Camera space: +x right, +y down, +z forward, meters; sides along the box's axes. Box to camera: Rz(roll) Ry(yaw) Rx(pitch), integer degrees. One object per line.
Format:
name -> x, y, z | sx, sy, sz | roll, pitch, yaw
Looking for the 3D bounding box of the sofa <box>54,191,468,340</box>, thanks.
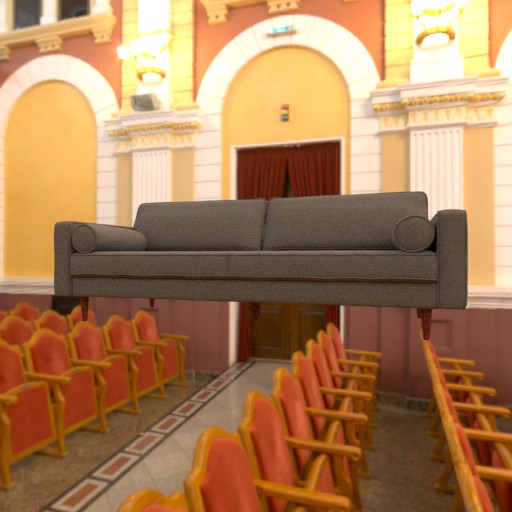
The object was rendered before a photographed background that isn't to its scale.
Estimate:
sofa -> 0.000, 0.000, 2.640 | 2.198, 0.762, 0.914 | 0, 0, 18
